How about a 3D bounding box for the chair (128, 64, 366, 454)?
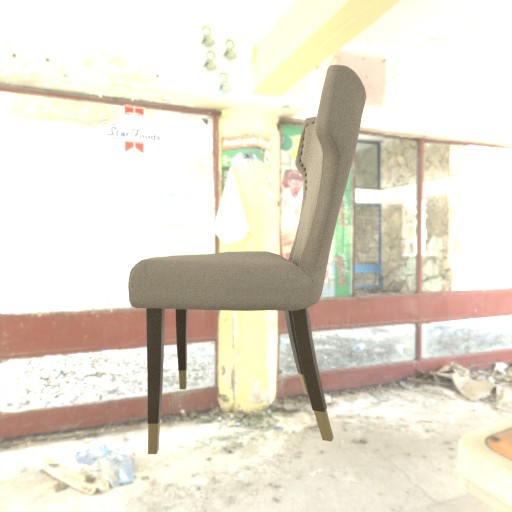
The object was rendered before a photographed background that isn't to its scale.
[{"bbox_3d":[0.000,0.000,1.320,0.630,0.950,0.526,0,1,-1],"label":"chair"}]
